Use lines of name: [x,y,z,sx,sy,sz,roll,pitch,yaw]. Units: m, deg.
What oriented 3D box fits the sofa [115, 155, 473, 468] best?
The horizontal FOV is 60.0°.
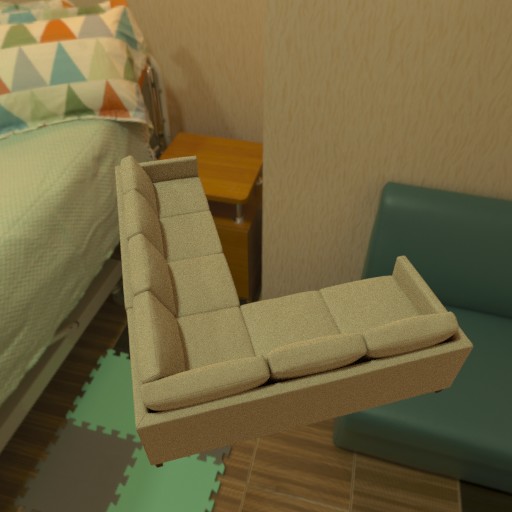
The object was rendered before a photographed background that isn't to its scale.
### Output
sofa: [0.000,0.000,4.255,2.432,0.863,3.182,-10,44,-11]
